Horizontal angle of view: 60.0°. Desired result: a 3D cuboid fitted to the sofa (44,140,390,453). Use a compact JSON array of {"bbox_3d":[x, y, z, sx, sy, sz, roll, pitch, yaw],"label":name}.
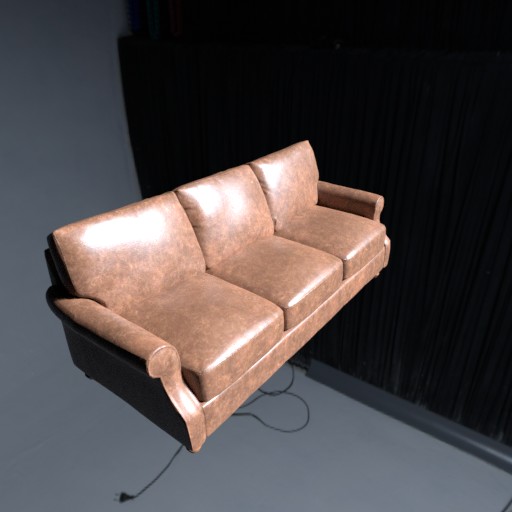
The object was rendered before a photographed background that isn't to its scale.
[{"bbox_3d":[0.000,0.000,2.792,0.973,0.977,2.351,20,34,32],"label":"sofa"}]
